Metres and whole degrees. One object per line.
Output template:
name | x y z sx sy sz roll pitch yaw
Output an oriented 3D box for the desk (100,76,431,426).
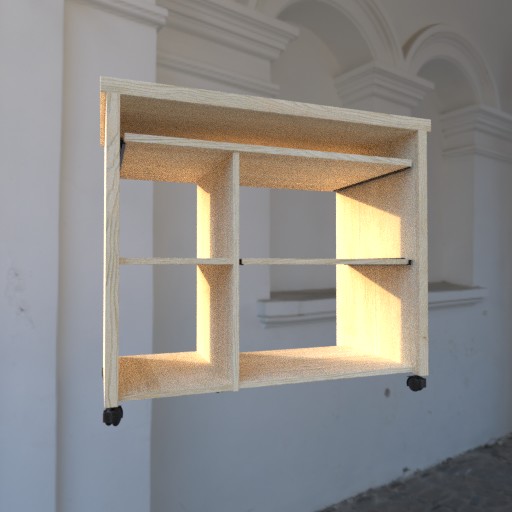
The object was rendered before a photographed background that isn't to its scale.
desk | 0.000 0.000 1.329 0.885 0.770 0.480 0 -1 -19
